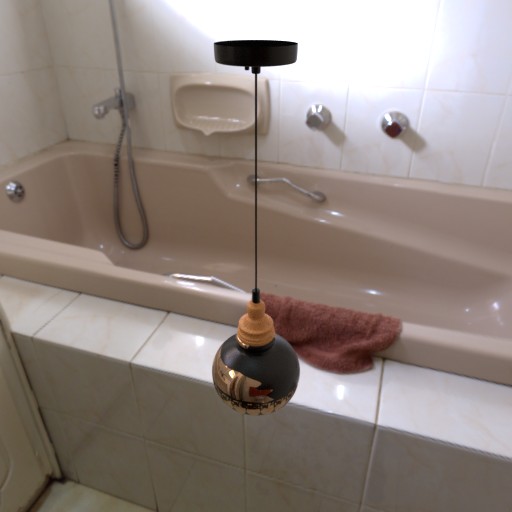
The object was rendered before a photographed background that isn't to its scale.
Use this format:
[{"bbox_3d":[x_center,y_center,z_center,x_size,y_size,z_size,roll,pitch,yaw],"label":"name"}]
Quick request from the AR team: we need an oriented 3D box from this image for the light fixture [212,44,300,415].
[{"bbox_3d":[0.000,0.000,1.849,0.430,1.606,0.430,11,32,18],"label":"light fixture"}]
